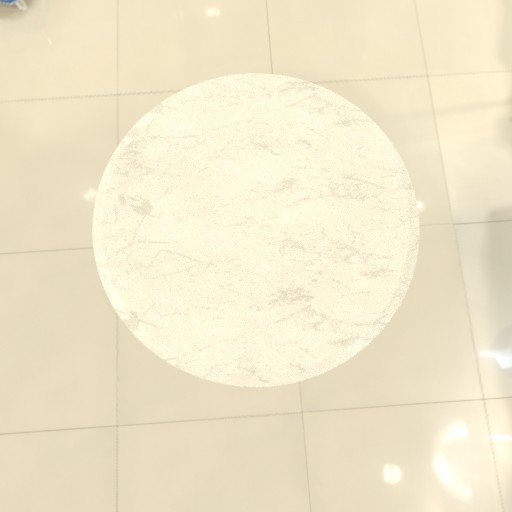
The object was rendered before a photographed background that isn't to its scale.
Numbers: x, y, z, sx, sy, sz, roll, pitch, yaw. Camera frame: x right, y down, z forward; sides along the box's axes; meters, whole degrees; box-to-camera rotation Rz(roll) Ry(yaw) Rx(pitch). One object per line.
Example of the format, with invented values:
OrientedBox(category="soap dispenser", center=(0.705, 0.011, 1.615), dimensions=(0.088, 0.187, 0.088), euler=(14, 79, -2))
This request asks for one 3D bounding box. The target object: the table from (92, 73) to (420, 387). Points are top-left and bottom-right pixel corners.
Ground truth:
OrientedBox(category="table", center=(0.000, 0.000, 0.765), dimensions=(0.407, 0.447, 0.407), euler=(0, 77, 0))
